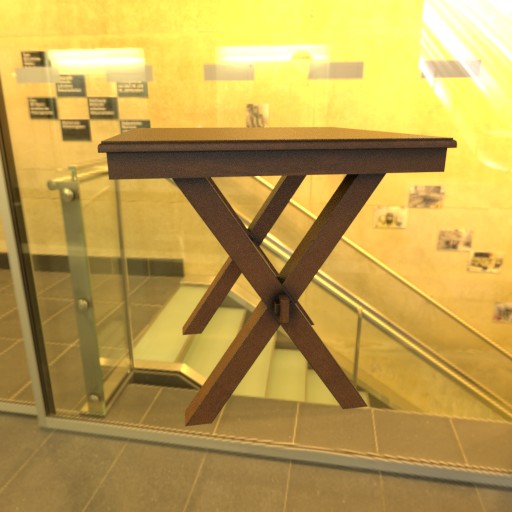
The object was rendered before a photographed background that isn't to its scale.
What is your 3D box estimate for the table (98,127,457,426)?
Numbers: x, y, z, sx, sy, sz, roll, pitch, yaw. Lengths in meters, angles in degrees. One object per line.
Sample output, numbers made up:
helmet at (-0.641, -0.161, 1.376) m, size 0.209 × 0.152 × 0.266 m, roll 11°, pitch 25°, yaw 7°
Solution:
table at (0.000, 0.000, 1.041) m, size 0.560 × 0.562 × 0.602 m, roll -3°, pitch 18°, yaw -9°
